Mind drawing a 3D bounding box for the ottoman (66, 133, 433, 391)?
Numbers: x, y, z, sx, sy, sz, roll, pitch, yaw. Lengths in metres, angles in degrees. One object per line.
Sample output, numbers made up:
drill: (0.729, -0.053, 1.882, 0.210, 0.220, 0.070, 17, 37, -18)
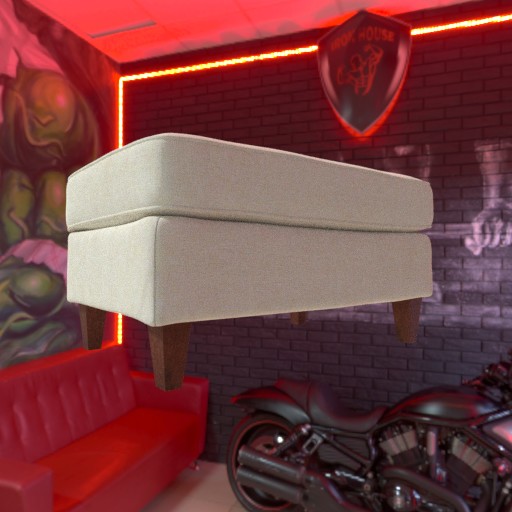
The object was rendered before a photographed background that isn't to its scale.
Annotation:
ottoman: (0.000, 0.000, 1.209, 0.862, 0.484, 0.583, 0, -1, -38)
